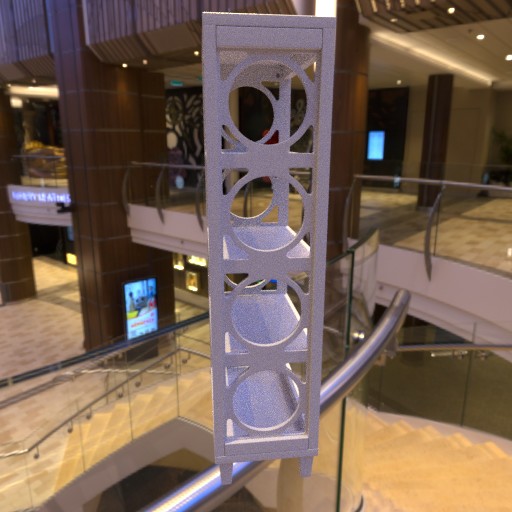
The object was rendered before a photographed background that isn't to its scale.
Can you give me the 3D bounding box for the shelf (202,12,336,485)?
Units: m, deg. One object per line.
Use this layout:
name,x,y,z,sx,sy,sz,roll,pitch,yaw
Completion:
shelf,0.000,0.000,1.582,0.340,1.411,0.611,-2,15,-7
